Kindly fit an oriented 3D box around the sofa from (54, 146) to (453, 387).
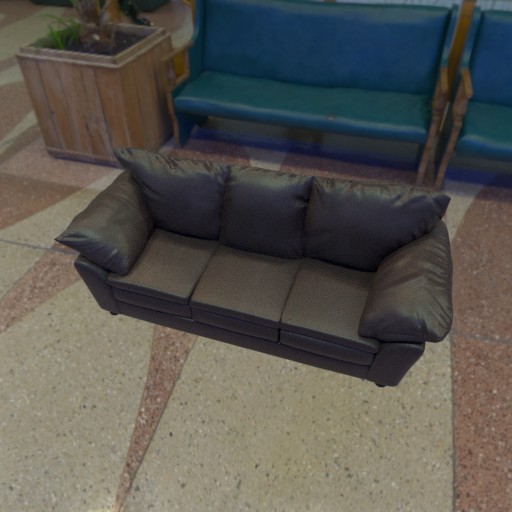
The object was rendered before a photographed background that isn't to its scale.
[{"bbox_3d":[0.000,0.000,2.923,2.390,1.091,0.907,12,43,13],"label":"sofa"}]
